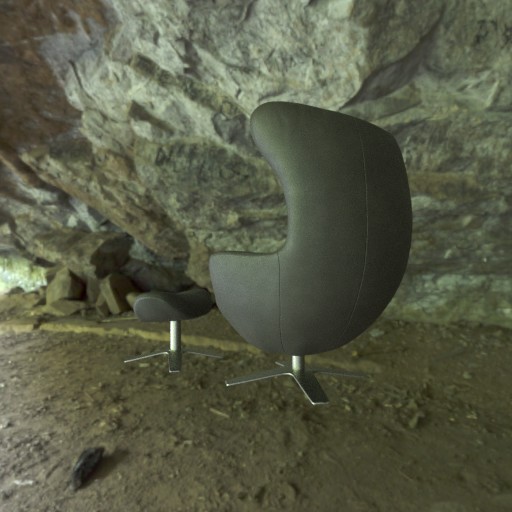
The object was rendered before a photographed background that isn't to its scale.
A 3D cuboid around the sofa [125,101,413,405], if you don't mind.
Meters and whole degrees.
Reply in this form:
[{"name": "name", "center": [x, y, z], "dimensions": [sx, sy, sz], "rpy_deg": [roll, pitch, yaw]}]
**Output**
[{"name": "sofa", "center": [0.000, 0.000, 2.148], "dimensions": [1.444, 1.135, 0.894], "rpy_deg": [0, 1, 35]}]
